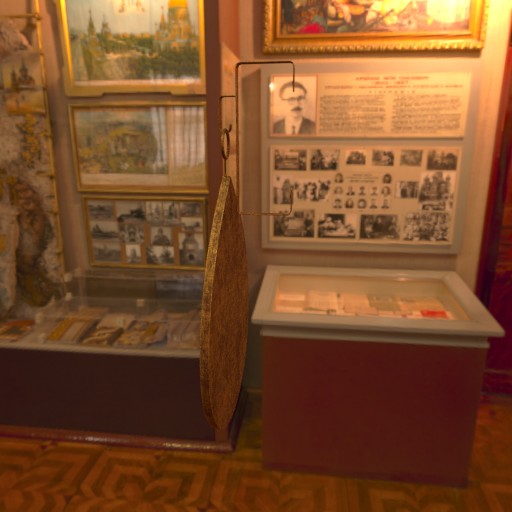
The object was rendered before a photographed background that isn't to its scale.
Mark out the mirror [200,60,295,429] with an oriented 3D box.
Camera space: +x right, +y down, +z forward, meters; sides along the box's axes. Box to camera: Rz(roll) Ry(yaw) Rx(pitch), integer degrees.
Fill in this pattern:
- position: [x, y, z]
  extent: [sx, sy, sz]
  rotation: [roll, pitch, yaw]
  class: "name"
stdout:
- position: [0.000, 0.000, 0.919]
  extent: [0.144, 0.744, 0.405]
  rotation: [2, 15, 9]
  class: "mirror"
